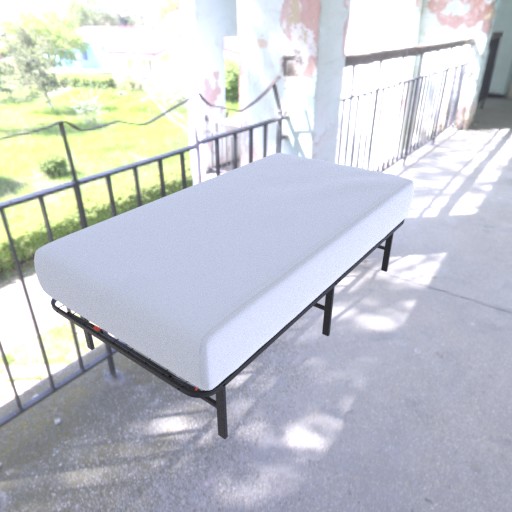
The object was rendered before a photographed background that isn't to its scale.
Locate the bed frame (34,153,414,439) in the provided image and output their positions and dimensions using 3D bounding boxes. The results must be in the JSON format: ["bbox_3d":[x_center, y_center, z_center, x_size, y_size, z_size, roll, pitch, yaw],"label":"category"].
[{"bbox_3d":[0.000,0.000,2.420,1.025,0.640,1.908,20,35,32],"label":"bed frame"}]
